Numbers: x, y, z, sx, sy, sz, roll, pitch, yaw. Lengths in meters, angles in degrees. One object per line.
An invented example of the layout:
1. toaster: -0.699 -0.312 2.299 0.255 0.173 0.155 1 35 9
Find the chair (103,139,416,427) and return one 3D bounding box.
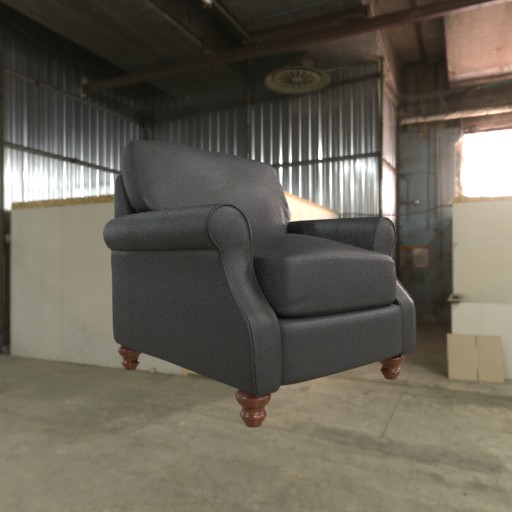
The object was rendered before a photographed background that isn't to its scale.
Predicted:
1. chair: 0.000 0.000 1.804 1.015 0.960 1.027 0 0 -36
